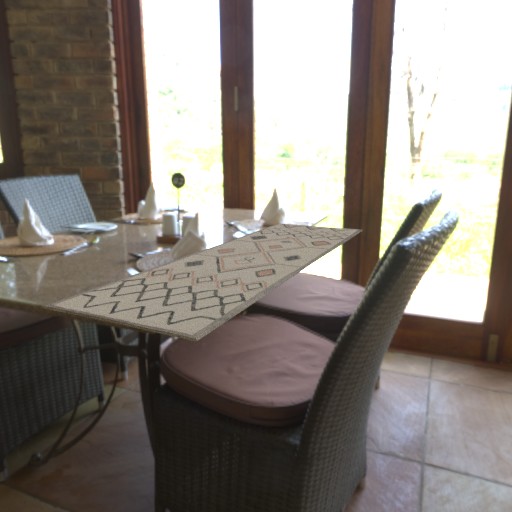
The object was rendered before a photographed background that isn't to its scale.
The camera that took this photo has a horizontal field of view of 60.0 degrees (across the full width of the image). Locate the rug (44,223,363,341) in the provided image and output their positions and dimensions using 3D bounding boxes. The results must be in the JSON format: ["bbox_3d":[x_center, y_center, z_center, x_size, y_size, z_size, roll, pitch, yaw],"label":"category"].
[{"bbox_3d":[0.000,0.000,2.722,0.750,0.011,2.435,6,15,25],"label":"rug"}]
